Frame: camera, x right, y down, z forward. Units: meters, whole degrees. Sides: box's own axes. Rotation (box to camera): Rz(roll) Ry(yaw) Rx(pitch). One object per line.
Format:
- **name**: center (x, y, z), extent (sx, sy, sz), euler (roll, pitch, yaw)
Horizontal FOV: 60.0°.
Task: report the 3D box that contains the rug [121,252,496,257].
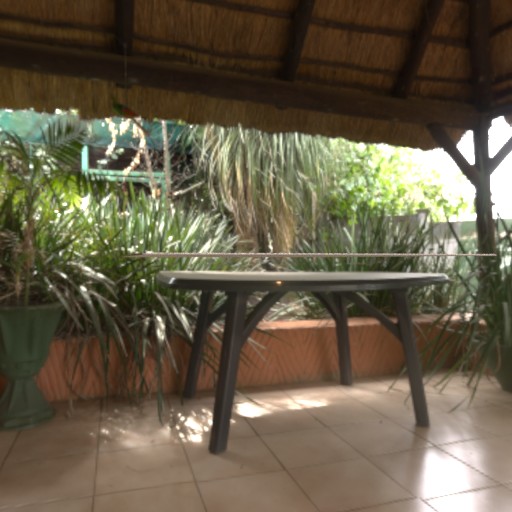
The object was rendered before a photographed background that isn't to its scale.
- **rug**: center (0.000, 0.000, 2.849), extent (1.593, 0.008, 2.238), euler (0, 0, -19)
